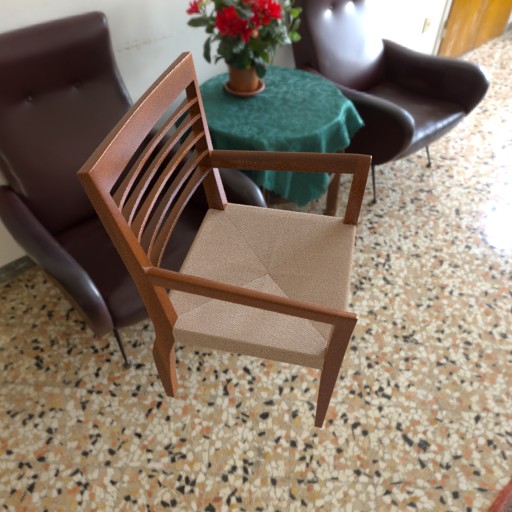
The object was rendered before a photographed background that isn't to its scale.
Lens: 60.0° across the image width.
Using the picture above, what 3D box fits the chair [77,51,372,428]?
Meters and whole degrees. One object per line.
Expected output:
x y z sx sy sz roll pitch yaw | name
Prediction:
0.000 0.000 1.226 0.540 0.855 0.587 9 46 9 | chair
